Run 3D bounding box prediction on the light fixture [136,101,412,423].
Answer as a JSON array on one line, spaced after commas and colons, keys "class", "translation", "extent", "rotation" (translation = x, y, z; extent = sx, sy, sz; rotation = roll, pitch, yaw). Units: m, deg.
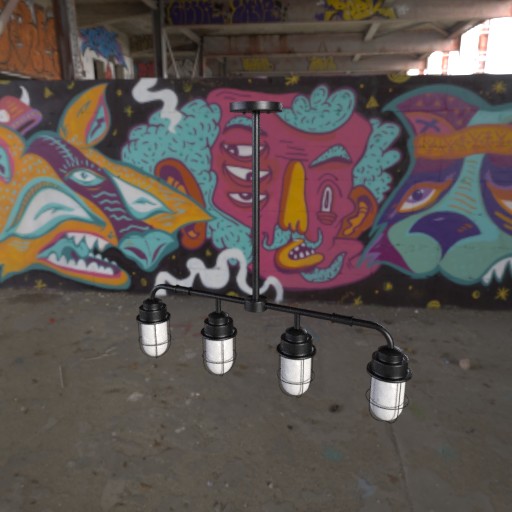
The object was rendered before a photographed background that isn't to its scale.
[{"class": "light fixture", "translation": [0.000, 0.000, 1.201], "extent": [0.852, 0.785, 0.131], "rotation": [8, 17, 26]}]
